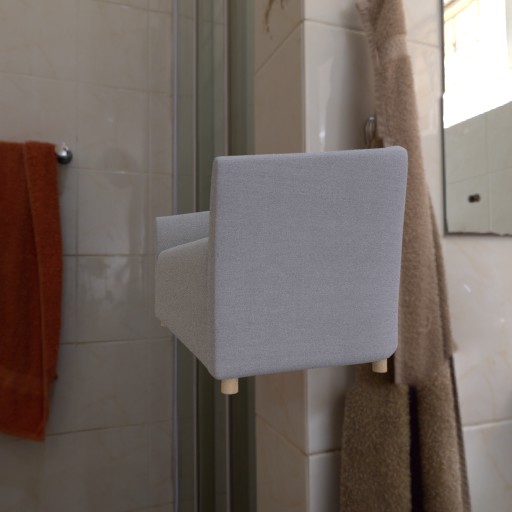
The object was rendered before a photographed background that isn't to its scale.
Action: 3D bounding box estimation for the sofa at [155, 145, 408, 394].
[{"bbox_3d":[0.000,0.000,1.851,0.705,0.721,1.452,0,-1,-19],"label":"sofa"}]
